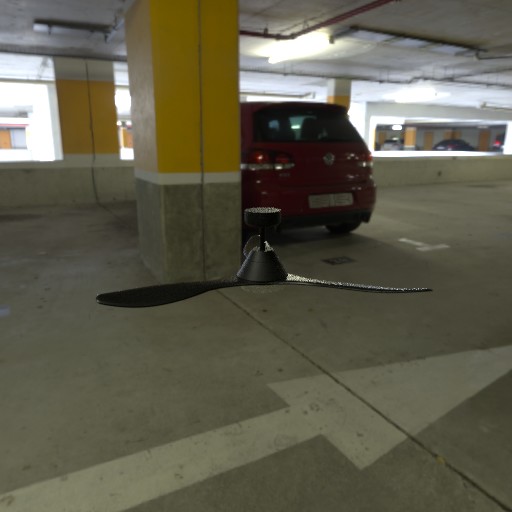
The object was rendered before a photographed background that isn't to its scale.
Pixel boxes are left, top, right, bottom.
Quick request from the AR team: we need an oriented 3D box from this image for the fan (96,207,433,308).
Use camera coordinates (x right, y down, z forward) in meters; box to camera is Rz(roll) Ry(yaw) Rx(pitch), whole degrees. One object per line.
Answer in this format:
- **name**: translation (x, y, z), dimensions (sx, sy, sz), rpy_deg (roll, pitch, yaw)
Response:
- **fan**: translation (0.000, 0.000, 1.618), dimensions (1.067, 0.305, 1.067), rpy_deg (13, 19, 43)
